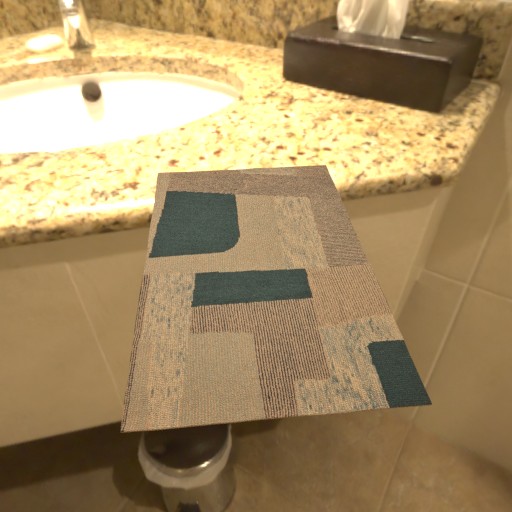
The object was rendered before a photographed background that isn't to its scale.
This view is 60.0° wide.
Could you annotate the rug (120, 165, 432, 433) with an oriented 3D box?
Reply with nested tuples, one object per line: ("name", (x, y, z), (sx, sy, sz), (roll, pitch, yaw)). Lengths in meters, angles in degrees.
("rug", (0.000, 0.000, 3.059), (1.521, 0.015, 2.436), (-4, 40, -4))
